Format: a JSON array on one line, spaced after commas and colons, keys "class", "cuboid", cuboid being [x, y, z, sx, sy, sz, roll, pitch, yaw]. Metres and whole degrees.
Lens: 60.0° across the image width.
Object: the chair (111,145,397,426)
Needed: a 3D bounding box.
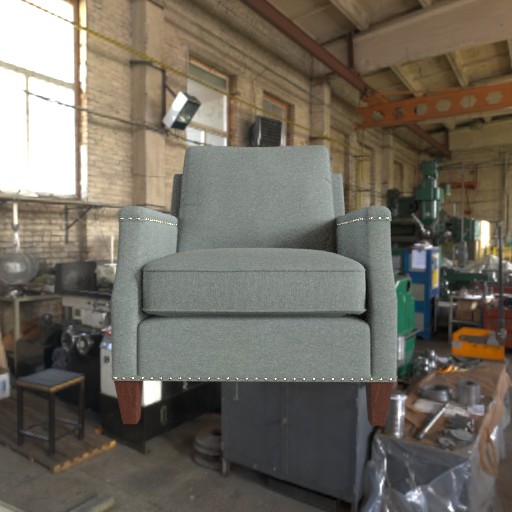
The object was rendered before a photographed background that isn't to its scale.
[{"class": "chair", "cuboid": [0.000, 0.000, 1.820, 0.885, 1.031, 1.031, 0, 2, 1]}]
